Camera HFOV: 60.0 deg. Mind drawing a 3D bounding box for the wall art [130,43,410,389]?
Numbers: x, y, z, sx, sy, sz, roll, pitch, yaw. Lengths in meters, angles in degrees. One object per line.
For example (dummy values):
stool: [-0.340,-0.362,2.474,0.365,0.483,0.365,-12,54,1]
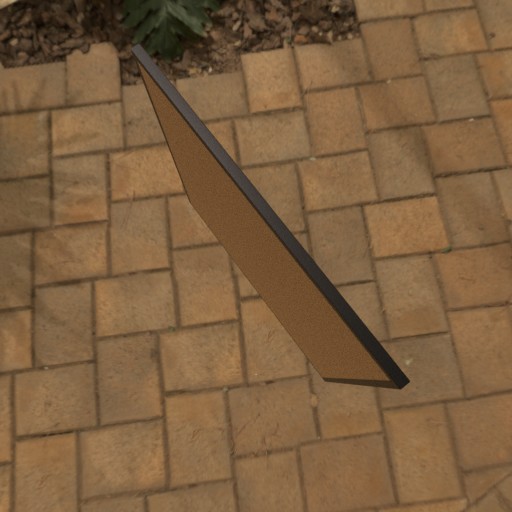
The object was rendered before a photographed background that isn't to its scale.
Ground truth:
wall art: [0.000,0.000,0.672,0.012,0.458,0.457,-36,78,-9]
